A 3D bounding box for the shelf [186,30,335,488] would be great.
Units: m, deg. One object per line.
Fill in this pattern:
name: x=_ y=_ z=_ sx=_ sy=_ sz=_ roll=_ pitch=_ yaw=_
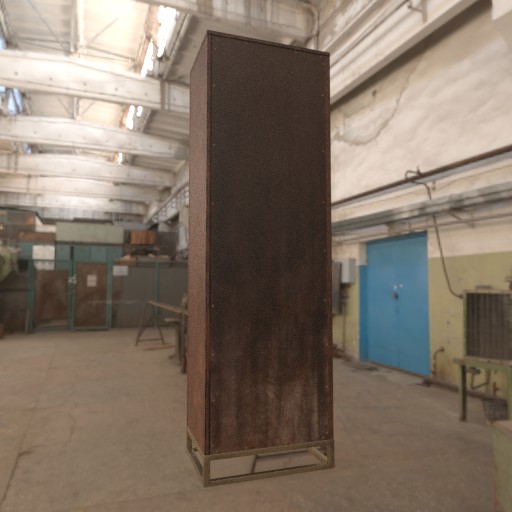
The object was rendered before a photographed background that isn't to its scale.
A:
shelf: x=0.000 y=0.000 z=1.945 sx=0.539 sy=1.732 sz=0.395 roll=1 pitch=-4 yaw=-19
